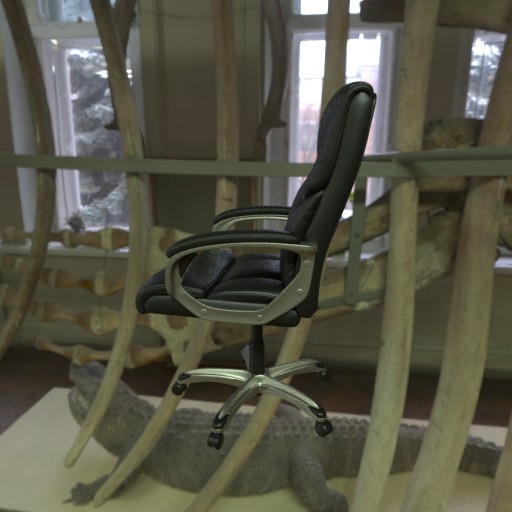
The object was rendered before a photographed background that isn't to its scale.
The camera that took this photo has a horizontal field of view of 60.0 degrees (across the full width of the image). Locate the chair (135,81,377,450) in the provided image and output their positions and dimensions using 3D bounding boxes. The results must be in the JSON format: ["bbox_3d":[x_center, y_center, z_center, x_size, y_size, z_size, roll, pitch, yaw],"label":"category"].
[{"bbox_3d":[0.000,0.000,1.599,0.739,1.155,0.663,2,14,8],"label":"chair"}]
